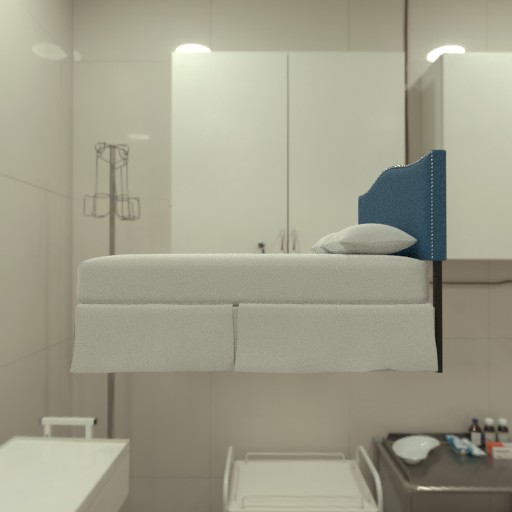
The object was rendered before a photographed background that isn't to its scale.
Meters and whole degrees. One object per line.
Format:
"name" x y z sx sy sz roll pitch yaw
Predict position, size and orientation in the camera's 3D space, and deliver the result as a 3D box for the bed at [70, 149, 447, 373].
"bed" 0.000 0.000 2.955 1.872 1.169 1.610 0 -1 0
